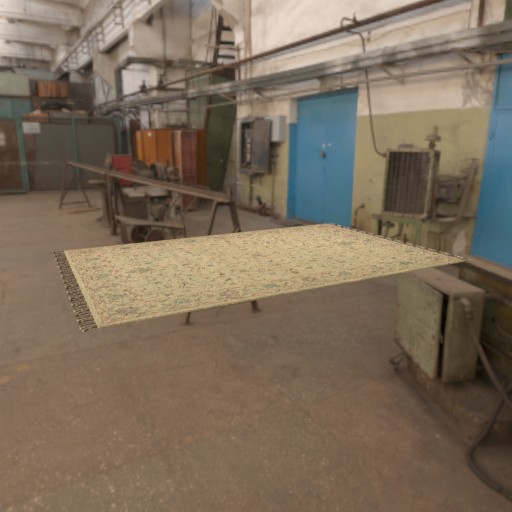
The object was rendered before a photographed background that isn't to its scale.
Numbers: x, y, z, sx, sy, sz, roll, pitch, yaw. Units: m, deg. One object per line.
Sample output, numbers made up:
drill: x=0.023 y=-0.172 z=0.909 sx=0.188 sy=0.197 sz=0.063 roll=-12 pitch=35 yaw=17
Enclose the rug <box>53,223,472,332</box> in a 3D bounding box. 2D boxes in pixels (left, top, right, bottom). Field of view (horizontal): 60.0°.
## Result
rug: x=0.000 y=0.000 z=3.027 sx=2.435 sy=0.010 sz=1.544 roll=-8 pitch=16 yaw=-27
